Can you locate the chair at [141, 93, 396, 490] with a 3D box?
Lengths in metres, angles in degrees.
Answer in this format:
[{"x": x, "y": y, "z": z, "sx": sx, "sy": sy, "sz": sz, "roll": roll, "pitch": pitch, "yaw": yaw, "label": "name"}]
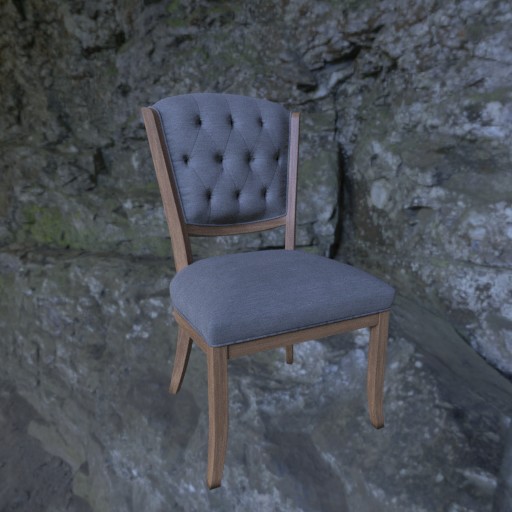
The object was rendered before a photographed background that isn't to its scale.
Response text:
[{"x": 0.000, "y": 0.000, "z": 1.242, "sx": 0.513, "sy": 0.905, "sz": 0.584, "roll": -7, "pitch": 16, "yaw": -26, "label": "chair"}]
